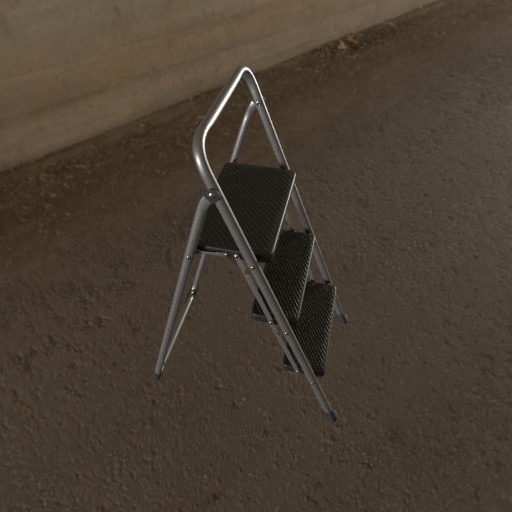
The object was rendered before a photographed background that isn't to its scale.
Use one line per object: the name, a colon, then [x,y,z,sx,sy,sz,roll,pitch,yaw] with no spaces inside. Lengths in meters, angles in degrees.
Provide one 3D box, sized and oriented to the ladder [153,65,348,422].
ladder: [0.000,0.000,1.267,0.629,0.945,0.430,9,46,9]
